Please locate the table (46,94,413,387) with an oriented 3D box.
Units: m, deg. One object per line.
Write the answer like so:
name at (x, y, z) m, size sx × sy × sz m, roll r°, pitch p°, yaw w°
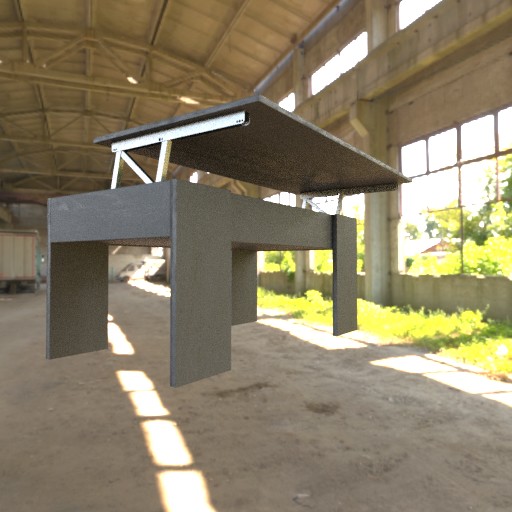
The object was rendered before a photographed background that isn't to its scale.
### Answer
table at (0.000, 0.000, 1.417) m, size 0.711 × 0.570 × 1.000 m, roll -1°, pitch -1°, yaw 35°
